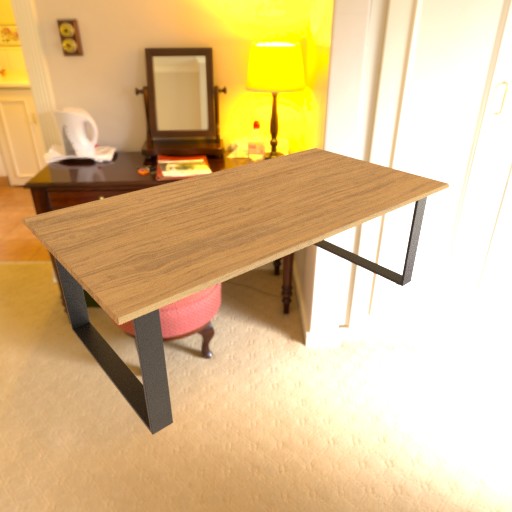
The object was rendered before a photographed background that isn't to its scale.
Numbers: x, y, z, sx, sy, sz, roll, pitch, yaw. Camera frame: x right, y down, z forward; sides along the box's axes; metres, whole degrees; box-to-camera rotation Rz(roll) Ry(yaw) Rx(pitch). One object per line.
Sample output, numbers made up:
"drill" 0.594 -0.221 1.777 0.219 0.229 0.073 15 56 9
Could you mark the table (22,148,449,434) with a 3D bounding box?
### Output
"table" 0.000 0.000 1.631 1.331 0.445 0.693 -22 35 -35
